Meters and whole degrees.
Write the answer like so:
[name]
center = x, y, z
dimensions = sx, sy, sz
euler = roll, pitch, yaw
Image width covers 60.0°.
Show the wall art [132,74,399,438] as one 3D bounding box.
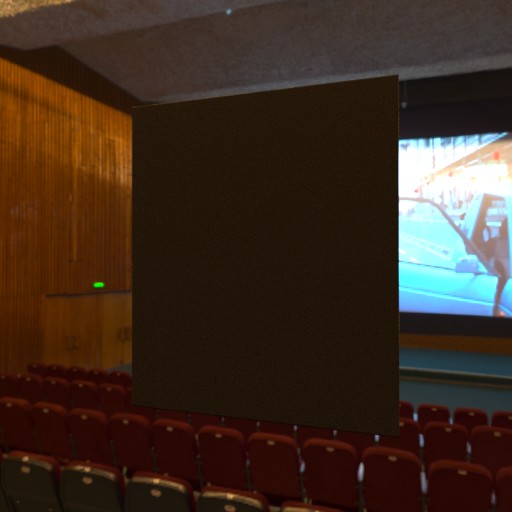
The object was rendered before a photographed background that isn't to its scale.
[wall art]
center = 0.000, 0.000, 0.708
dimensions = 0.435, 0.511, 0.037
euler = 0, 0, 18
